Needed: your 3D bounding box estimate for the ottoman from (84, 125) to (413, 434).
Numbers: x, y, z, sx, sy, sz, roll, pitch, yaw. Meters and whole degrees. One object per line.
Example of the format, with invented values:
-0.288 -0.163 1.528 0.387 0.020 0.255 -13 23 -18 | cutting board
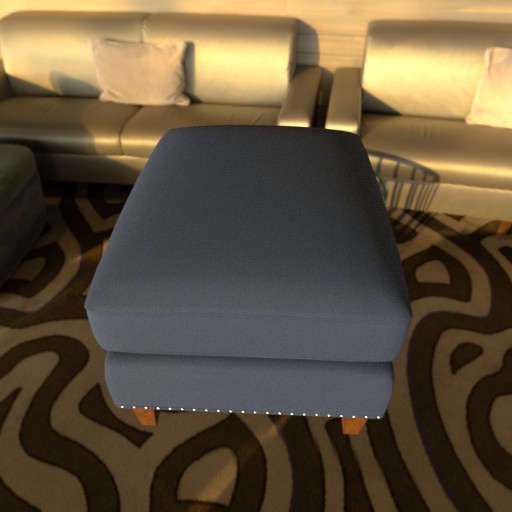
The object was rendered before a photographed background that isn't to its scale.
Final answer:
0.000 0.000 1.141 0.584 0.513 0.741 2 40 2 | ottoman
